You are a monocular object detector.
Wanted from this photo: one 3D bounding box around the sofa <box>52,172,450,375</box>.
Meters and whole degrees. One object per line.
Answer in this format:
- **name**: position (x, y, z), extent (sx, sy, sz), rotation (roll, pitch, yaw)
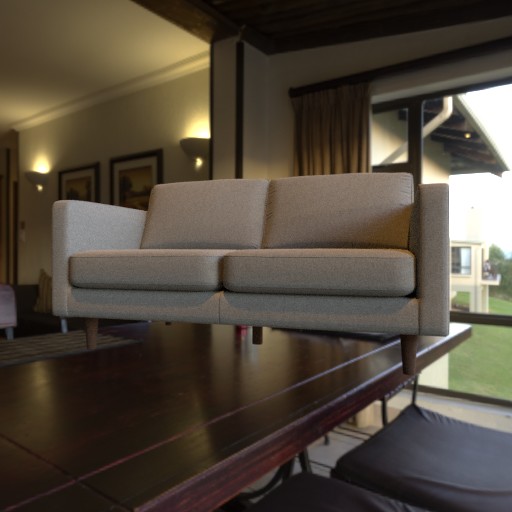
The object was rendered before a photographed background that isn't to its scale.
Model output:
- **sofa**: position (0.000, 0.000, 2.252), extent (1.731, 0.900, 1.000), rotation (0, 0, 18)
